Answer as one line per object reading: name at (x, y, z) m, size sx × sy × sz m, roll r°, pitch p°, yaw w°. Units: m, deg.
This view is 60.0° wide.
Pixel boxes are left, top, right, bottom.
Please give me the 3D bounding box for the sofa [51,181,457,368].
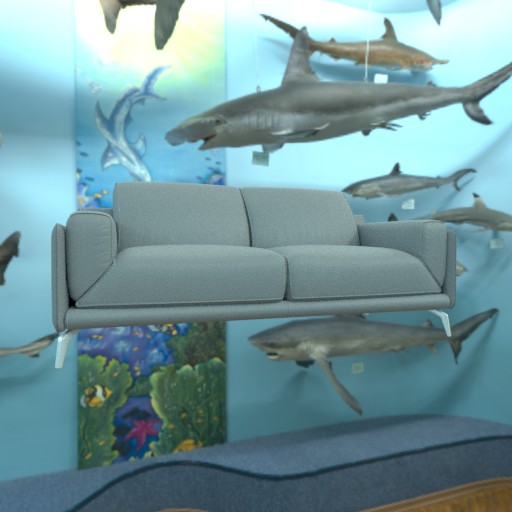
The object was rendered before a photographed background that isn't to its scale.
sofa at (0.000, 0.000, 2.584) m, size 2.100 × 0.900 × 0.969 m, roll 0°, pitch 1°, yaw -19°
